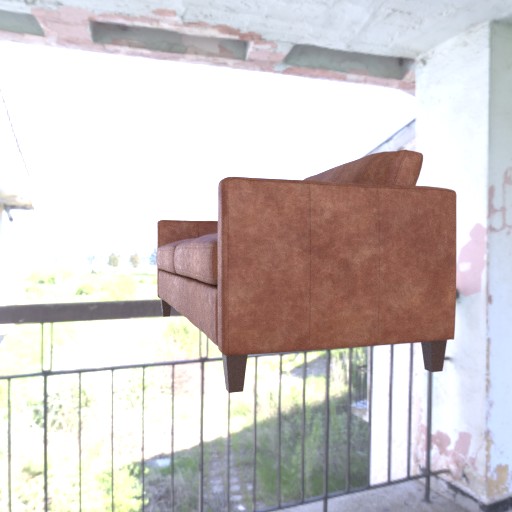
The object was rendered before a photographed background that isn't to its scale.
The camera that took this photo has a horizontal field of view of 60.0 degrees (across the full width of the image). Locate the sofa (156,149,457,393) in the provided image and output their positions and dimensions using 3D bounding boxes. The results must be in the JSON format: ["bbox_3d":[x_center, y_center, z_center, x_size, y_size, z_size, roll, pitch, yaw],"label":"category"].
[{"bbox_3d":[0.000,0.000,2.400,0.923,0.863,1.971,0,0,-18],"label":"sofa"}]
